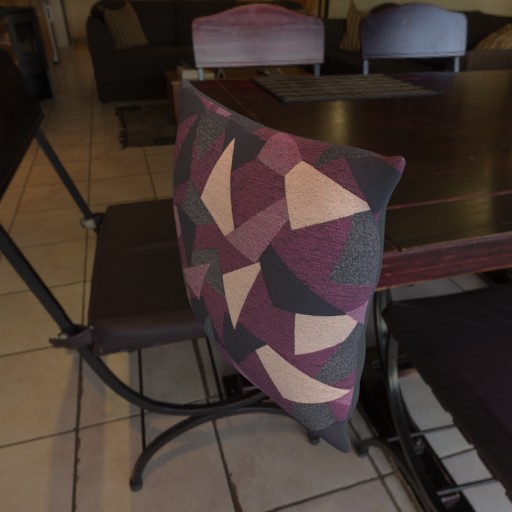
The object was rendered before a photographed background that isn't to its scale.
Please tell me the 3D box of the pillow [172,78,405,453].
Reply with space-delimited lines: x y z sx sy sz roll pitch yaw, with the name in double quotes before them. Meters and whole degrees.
"pillow" 0.000 0.000 0.747 0.208 0.496 0.503 -21 37 -30
